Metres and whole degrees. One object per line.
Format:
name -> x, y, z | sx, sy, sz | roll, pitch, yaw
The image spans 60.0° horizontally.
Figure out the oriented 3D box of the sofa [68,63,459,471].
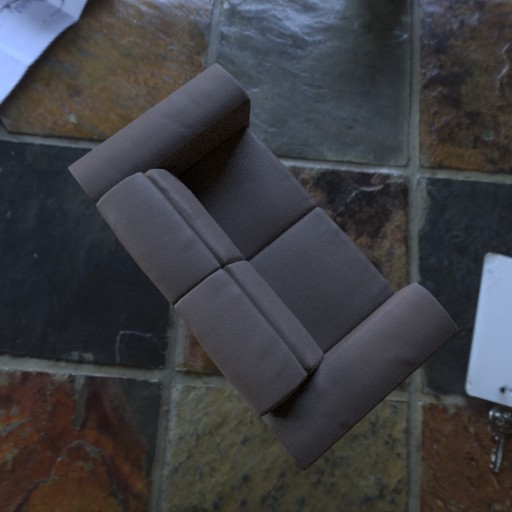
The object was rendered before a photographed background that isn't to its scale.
sofa -> 0.000, 0.000, 2.411 | 1.003, 0.779, 1.895 | -39, 80, -8
